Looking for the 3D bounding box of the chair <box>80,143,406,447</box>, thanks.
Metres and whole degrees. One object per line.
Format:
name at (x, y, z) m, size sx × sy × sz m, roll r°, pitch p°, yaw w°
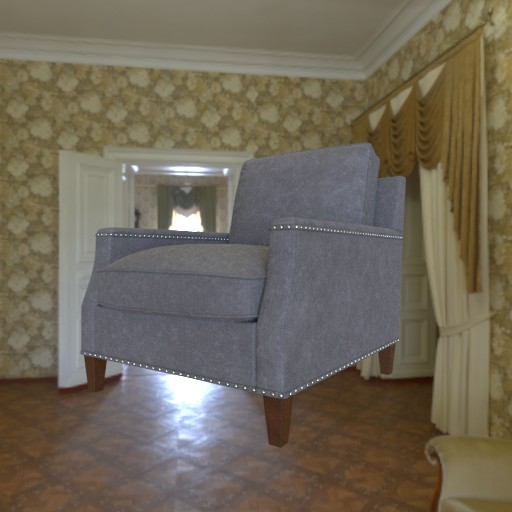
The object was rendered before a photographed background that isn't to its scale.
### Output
chair at (0.000, 0.000, 1.702) m, size 0.853 × 0.948 × 1.014 m, roll 0°, pitch 0°, yaw 35°
